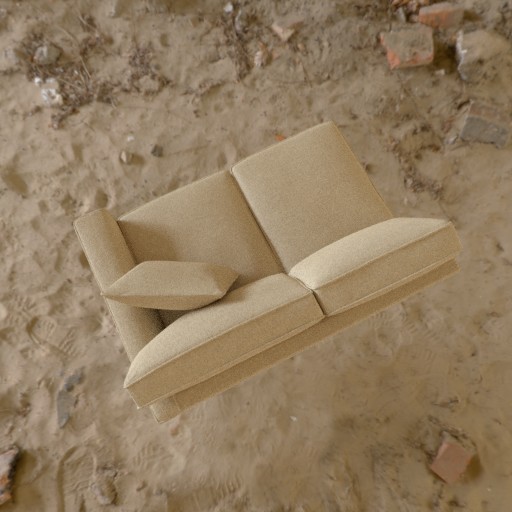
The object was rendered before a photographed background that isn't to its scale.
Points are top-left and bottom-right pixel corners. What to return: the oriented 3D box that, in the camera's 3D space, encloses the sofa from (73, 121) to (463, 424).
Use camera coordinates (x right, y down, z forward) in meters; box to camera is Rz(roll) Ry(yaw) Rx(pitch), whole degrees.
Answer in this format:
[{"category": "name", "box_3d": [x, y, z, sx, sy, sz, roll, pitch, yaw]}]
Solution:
[{"category": "sofa", "box_3d": [0.000, 0.000, 2.110, 1.388, 0.989, 0.991, -25, 77, -6]}]
